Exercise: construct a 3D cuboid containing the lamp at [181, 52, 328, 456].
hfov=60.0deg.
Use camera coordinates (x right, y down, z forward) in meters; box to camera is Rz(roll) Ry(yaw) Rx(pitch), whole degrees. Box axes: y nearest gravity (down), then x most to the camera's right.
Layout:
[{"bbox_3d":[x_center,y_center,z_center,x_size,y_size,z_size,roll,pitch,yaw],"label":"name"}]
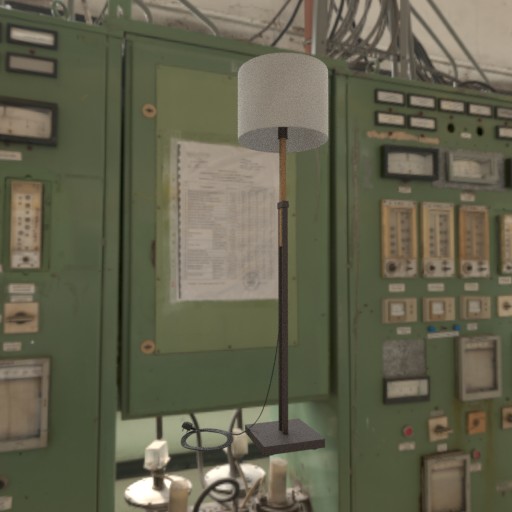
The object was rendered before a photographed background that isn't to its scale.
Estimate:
[{"bbox_3d":[0.000,0.000,1.983,0.639,1.650,0.474,1,-2,-18],"label":"lamp"}]
